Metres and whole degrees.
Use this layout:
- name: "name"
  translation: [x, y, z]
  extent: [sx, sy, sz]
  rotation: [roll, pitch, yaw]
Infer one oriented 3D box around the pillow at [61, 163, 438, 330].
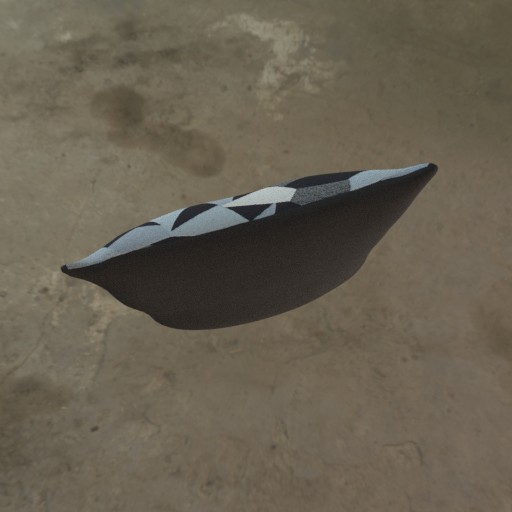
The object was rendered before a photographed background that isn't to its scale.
- name: "pillow"
  translation: [0.000, 0.000, 0.787]
  extent: [0.503, 0.496, 0.208]
  rotation: [-15, 76, -4]
